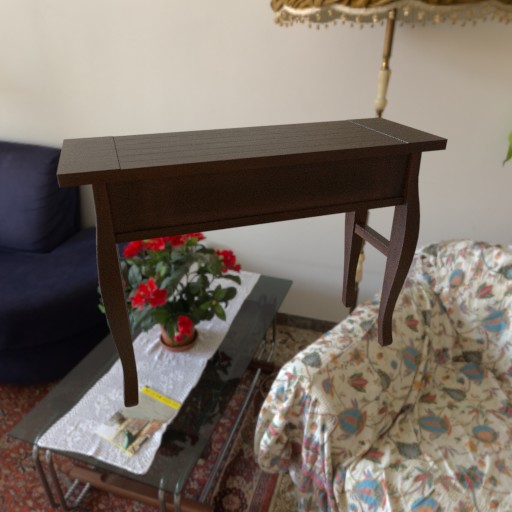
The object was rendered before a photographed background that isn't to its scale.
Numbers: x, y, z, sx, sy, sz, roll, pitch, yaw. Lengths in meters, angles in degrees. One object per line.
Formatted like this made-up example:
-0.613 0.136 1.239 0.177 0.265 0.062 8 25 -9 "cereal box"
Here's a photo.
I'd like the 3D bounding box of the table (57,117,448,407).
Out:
0.000 0.000 1.470 1.062 0.768 0.373 -9 29 -16 "table"
